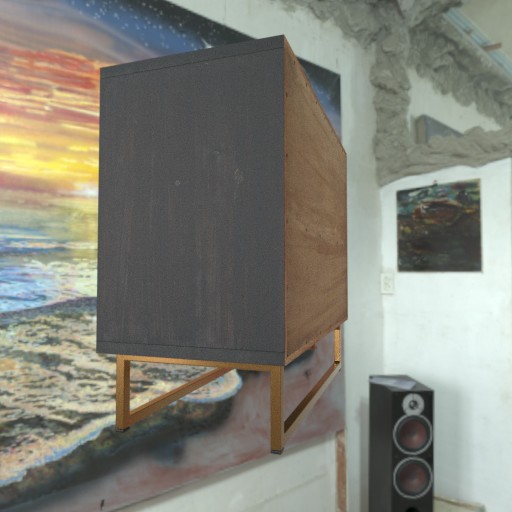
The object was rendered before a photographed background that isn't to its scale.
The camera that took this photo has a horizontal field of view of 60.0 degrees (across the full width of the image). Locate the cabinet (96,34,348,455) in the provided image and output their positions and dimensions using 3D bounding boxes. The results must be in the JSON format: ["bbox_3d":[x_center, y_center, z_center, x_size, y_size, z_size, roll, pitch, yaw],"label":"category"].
[{"bbox_3d":[0.000,0.000,1.404,0.451,0.860,0.950,-1,-2,19],"label":"cabinet"}]
